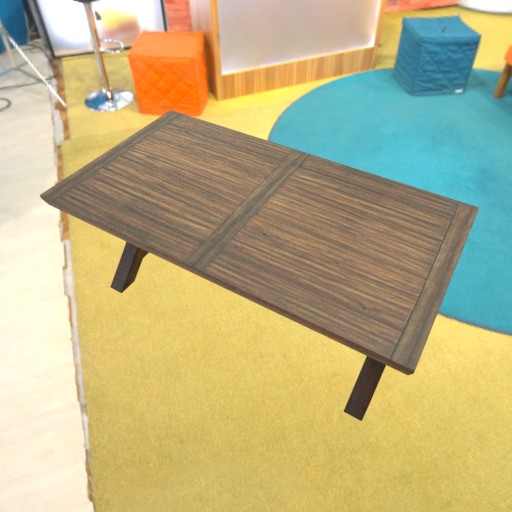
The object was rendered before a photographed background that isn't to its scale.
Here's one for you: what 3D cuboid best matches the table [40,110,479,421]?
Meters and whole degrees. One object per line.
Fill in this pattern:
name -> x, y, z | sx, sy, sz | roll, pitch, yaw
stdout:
table -> 0.000, 0.000, 2.536 | 1.966, 0.793, 1.071 | 23, 50, 21
